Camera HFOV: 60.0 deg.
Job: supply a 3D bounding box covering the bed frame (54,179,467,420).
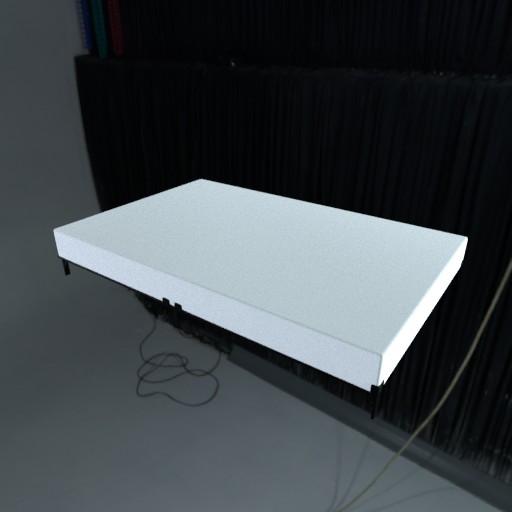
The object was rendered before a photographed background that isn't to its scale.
[{"bbox_3d":[0.000,0.000,3.863,2.987,0.440,1.930,17,31,31],"label":"bed frame"}]
